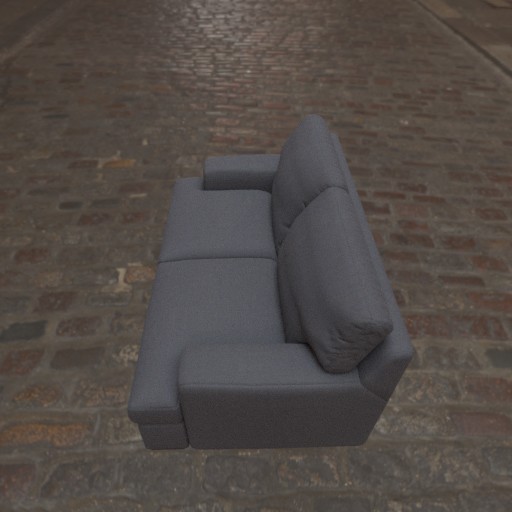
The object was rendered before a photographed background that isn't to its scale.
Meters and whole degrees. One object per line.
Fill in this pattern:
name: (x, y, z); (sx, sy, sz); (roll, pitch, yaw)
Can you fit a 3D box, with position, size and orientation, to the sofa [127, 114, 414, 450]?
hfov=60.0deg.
sofa: (0.000, 0.000, 2.488); (1.143, 0.940, 1.880); (-1, 41, -1)
